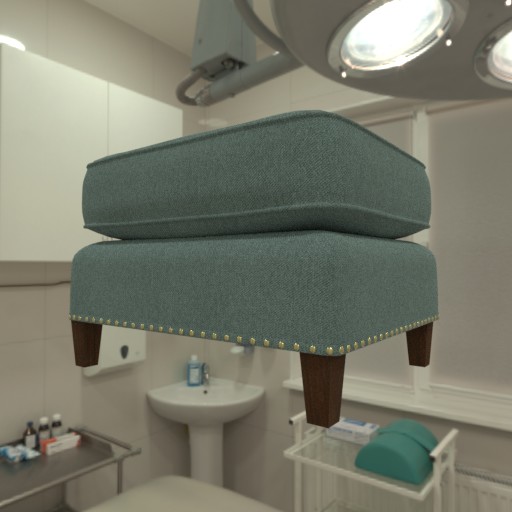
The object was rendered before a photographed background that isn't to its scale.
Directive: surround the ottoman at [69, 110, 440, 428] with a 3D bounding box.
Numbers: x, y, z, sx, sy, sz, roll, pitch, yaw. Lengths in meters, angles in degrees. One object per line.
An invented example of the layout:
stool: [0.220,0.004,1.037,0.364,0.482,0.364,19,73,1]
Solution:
ottoman: [0.000,0.000,1.103,0.738,0.537,0.589,-1,-1,37]
